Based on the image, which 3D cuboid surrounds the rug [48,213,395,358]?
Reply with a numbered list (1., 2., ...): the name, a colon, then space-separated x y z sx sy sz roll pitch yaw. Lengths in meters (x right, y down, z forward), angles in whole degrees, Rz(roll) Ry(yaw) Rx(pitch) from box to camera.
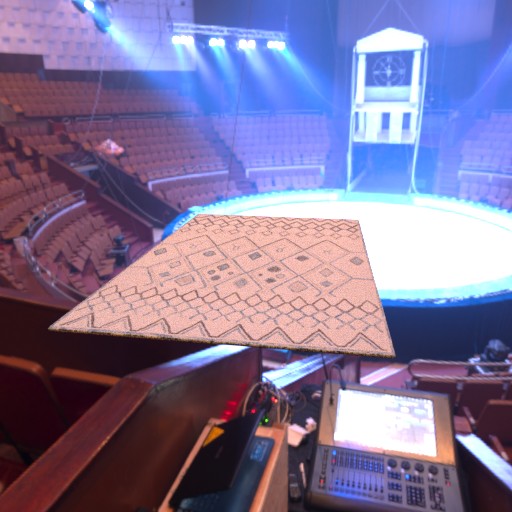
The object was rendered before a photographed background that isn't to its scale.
1. rug: 0.000 0.000 3.035 1.524 0.015 2.439 3 18 9
